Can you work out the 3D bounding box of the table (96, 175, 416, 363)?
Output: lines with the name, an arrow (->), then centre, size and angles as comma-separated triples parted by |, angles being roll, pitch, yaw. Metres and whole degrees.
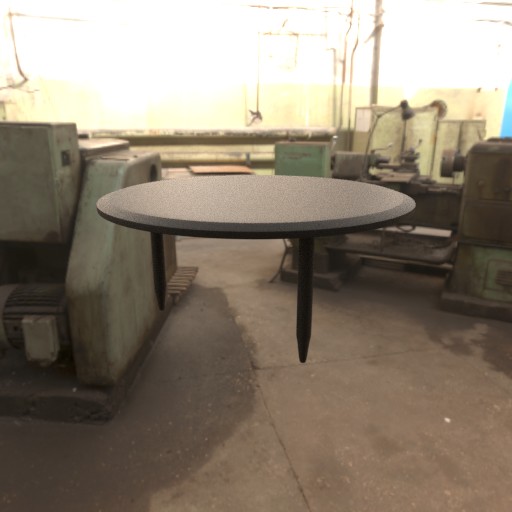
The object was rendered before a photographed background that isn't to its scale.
table -> 0.000, 0.000, 1.378 | 0.900, 0.400, 0.900 | 0, 17, 0
